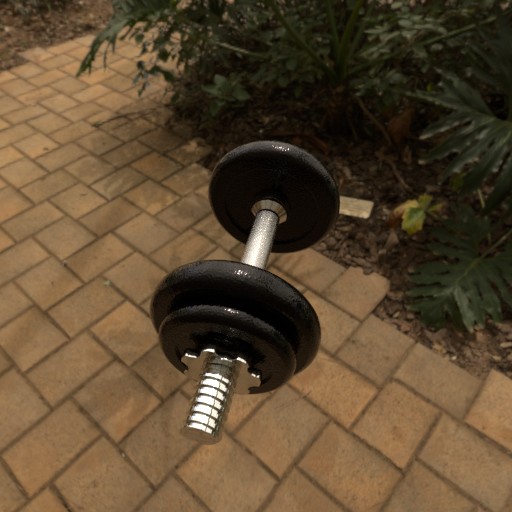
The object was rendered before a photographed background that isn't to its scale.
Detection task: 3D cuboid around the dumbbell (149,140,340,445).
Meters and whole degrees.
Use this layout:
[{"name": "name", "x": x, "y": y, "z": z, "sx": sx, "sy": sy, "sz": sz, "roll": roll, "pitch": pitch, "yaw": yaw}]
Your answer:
[{"name": "dumbbell", "x": 0.000, "y": 0.000, "z": 0.595, "sx": 0.202, "sy": 0.202, "sz": 0.497, "roll": 9, "pitch": 47, "yaw": 9}]
